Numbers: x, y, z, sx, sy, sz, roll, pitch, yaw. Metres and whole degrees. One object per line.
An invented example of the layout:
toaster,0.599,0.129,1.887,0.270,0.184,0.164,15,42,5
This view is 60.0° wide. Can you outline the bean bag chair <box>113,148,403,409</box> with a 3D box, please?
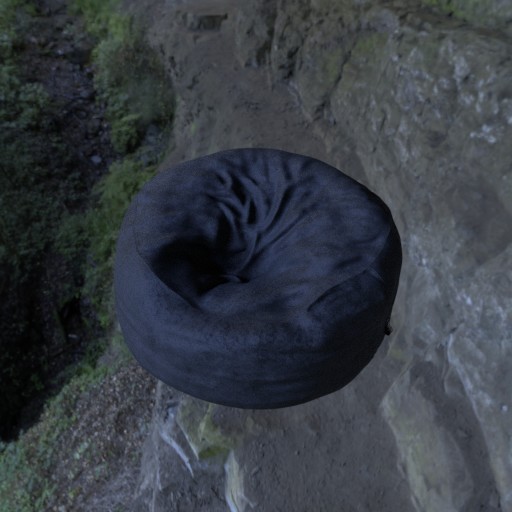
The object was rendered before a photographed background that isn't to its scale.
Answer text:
bean bag chair,0.000,0.000,2.391,1.525,0.751,1.525,0,42,0
